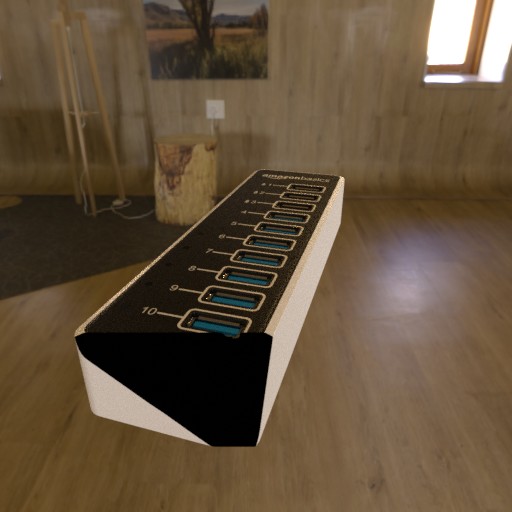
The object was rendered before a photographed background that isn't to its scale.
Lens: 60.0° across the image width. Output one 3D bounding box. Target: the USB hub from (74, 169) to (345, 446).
[{"bbox_3d":[0.000,0.000,0.160,0.044,0.023,0.145,8,28,15],"label":"USB hub"}]
